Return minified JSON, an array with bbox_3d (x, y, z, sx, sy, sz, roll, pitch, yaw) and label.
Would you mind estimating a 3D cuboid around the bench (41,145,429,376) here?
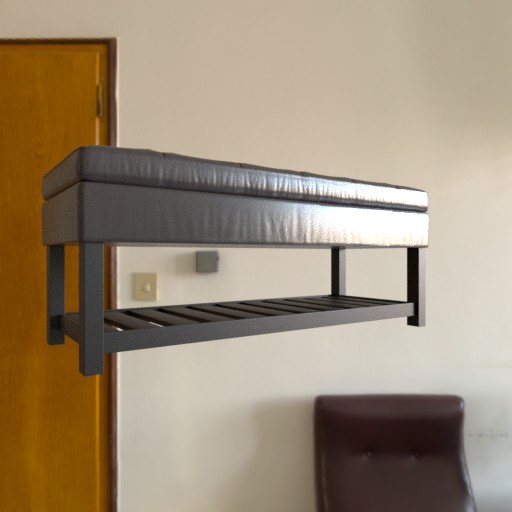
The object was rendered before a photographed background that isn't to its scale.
[{"bbox_3d":[0.000,0.000,1.317,1.105,0.460,0.432,0,0,-35],"label":"bench"}]
